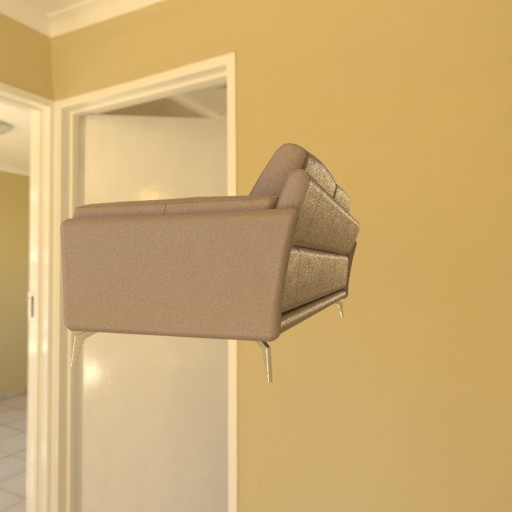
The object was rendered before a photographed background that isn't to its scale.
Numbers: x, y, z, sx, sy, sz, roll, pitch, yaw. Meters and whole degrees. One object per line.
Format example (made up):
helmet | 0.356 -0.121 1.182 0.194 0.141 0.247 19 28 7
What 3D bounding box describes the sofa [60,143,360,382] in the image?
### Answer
sofa | 0.000 0.000 2.646 1.049 0.930 2.101 0 -1 18
